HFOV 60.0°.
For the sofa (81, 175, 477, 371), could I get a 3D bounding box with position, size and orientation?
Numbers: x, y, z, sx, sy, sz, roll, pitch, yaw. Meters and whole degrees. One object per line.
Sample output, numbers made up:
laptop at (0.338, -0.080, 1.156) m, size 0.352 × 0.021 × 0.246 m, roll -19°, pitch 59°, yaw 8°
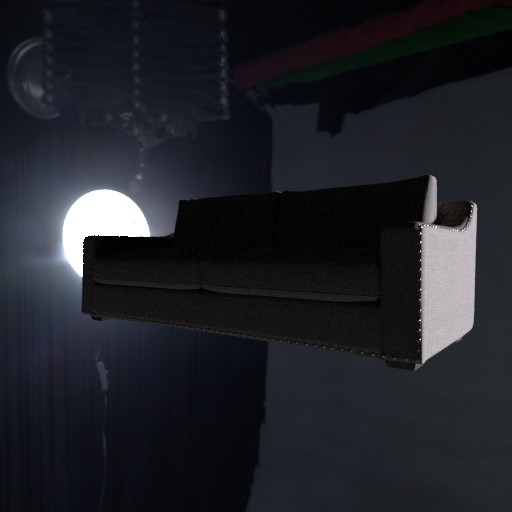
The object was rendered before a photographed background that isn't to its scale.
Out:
sofa at (0.000, 0.000, 2.633) m, size 2.208 × 0.857 × 1.000 m, roll 0°, pitch 1°, yaw 37°
